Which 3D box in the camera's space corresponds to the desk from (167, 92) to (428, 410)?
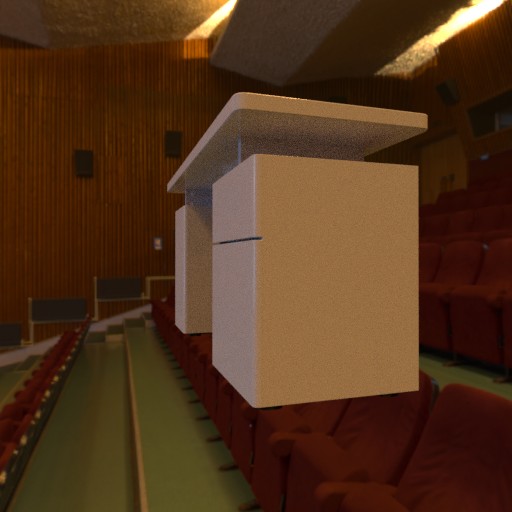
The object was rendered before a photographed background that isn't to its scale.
[{"bbox_3d":[0.000,0.000,1.781,0.550,0.762,1.400,0,0,-18],"label":"desk"}]
